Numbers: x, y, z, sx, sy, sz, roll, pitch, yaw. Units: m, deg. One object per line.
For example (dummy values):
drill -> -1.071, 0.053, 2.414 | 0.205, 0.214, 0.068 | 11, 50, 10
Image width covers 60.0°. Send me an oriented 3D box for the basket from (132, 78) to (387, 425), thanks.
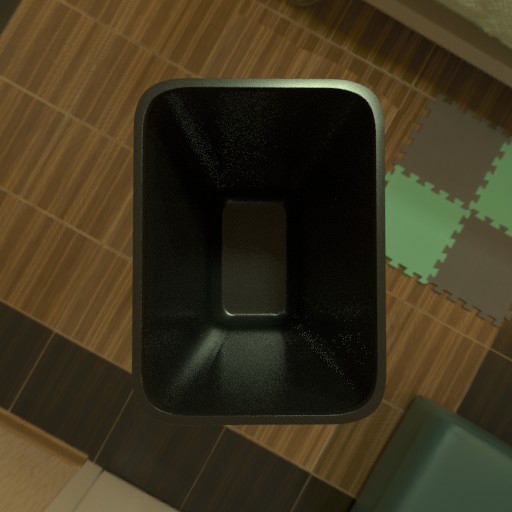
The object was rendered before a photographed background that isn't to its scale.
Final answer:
basket -> 0.000, 0.000, 0.760 | 0.287, 0.521, 0.394 | 0, 88, -1
